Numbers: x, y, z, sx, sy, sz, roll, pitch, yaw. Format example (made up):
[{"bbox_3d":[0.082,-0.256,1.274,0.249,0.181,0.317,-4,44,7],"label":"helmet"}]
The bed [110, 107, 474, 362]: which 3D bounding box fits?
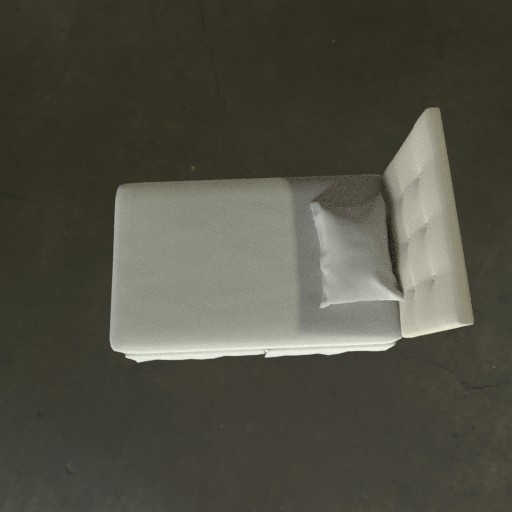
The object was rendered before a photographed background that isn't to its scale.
[{"bbox_3d":[0.000,0.000,2.912,1.997,1.571,1.261,-2,75,-1],"label":"bed"}]
